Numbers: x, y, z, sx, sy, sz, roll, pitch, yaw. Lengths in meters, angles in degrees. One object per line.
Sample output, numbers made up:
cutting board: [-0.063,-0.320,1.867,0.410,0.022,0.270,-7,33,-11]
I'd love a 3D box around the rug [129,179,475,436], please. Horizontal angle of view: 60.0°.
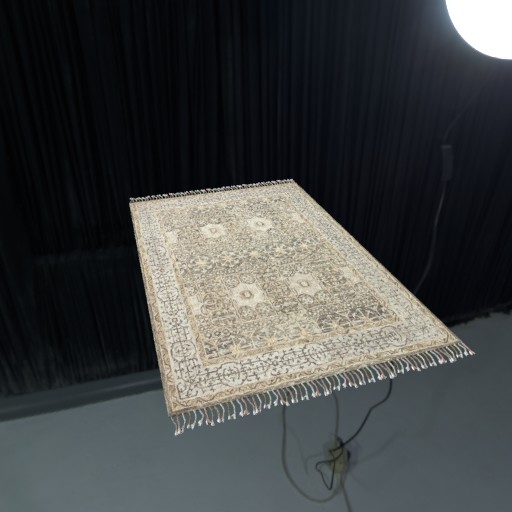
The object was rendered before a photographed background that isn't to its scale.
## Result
rug: [0.000,0.000,2.461,1.237,0.010,2.029,-9,33,-15]
